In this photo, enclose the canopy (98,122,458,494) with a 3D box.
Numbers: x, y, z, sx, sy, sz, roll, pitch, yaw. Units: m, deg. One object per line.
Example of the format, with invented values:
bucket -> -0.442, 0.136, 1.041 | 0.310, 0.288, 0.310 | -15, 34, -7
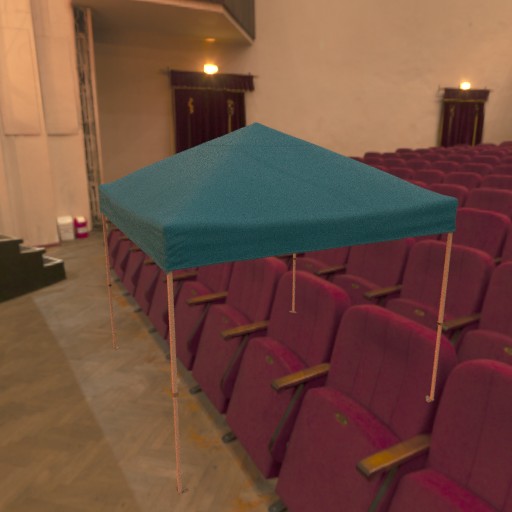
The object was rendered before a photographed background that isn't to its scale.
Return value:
canopy -> 0.000, 0.000, 5.186 | 2.996, 2.997, 2.998 | -8, 17, -26
